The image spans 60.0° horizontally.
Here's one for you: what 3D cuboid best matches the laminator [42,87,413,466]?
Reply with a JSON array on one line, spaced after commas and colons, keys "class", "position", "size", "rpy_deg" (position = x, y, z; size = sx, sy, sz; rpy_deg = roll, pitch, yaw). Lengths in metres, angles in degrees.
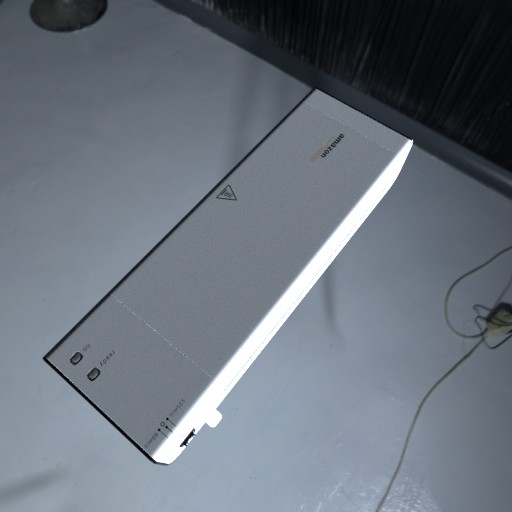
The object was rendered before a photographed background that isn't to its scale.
[{"class": "laminator", "position": [0.000, 0.000, 0.385], "size": [0.123, 0.062, 0.340], "rpy_deg": [35, 68, 16]}]
